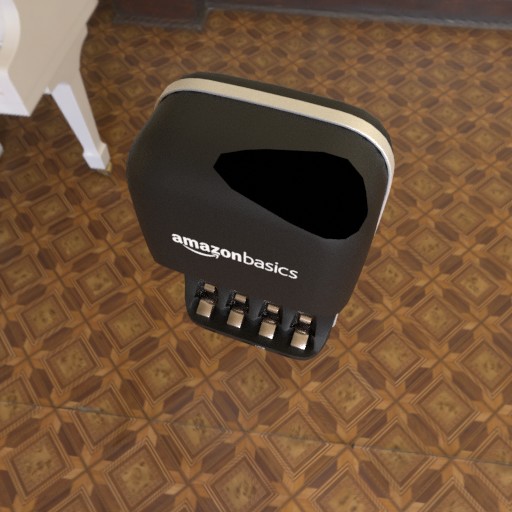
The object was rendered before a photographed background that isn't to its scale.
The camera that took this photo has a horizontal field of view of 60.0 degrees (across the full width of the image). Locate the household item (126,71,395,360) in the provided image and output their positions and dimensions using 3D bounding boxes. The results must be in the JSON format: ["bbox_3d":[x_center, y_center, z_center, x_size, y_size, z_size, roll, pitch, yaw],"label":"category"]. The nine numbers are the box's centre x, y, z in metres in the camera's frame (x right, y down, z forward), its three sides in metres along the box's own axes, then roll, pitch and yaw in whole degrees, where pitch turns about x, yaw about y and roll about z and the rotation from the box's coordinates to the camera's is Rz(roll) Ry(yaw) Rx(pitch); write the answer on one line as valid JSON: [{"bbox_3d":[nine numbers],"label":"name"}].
[{"bbox_3d":[0.000,0.000,0.151,0.070,0.114,0.038,17,60,10],"label":"household item"}]
